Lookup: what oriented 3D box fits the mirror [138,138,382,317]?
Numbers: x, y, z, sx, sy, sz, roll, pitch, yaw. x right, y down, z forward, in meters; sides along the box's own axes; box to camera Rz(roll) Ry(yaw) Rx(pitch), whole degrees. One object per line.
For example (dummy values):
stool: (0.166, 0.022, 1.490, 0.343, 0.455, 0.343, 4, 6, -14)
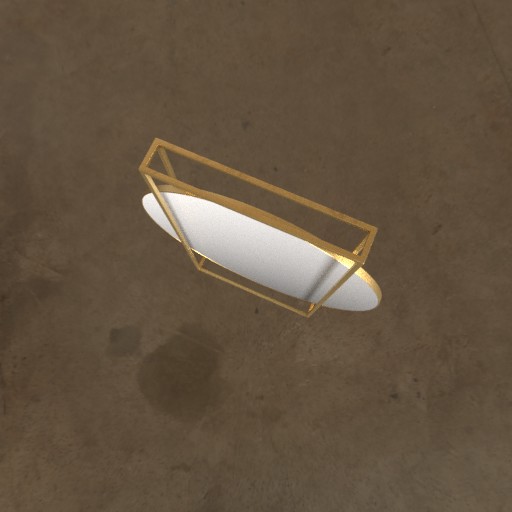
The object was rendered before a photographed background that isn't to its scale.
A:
mirror: (0.000, 0.000, 0.862, 0.508, 0.603, 0.051, 23, 77, 6)
